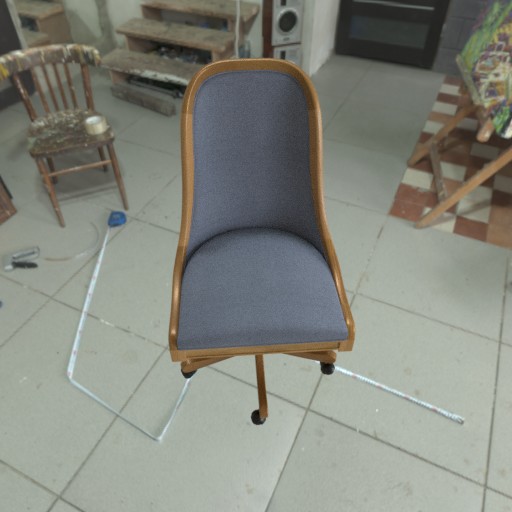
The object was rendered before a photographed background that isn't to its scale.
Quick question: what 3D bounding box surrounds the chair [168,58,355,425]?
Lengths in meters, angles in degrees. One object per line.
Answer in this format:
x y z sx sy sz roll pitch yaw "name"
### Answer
0.000 0.000 1.497 0.605 1.031 0.735 -3 45 -3 "chair"
